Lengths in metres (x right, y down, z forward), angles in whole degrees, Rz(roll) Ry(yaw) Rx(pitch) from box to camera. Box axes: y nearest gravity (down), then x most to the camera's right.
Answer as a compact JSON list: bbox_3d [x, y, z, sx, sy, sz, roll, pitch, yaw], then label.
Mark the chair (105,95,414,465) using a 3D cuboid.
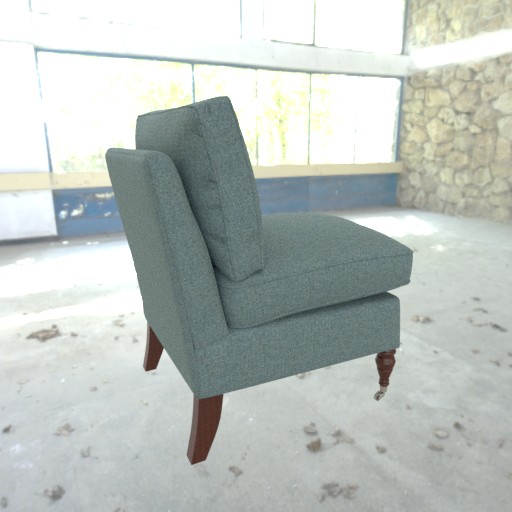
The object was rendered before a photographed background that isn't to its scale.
[{"bbox_3d":[0.000,0.000,1.407,0.796,0.901,0.624,-7,16,-25],"label":"chair"}]
